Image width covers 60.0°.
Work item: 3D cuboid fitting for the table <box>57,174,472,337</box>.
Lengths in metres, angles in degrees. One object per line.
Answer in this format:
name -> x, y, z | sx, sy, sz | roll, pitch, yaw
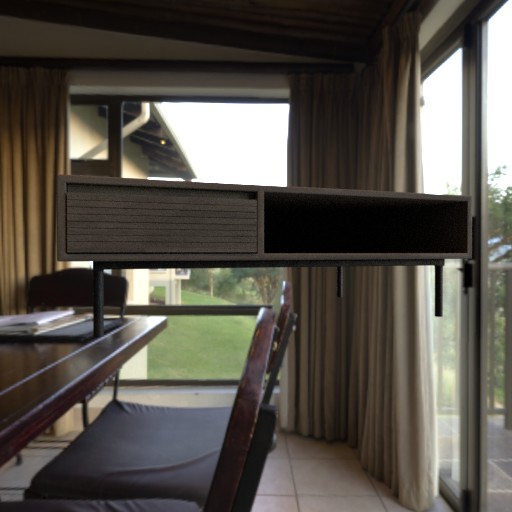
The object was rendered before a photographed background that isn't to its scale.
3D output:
table -> 0.000, 0.000, 1.392 | 1.088, 0.347, 0.643 | 0, 1, -19
